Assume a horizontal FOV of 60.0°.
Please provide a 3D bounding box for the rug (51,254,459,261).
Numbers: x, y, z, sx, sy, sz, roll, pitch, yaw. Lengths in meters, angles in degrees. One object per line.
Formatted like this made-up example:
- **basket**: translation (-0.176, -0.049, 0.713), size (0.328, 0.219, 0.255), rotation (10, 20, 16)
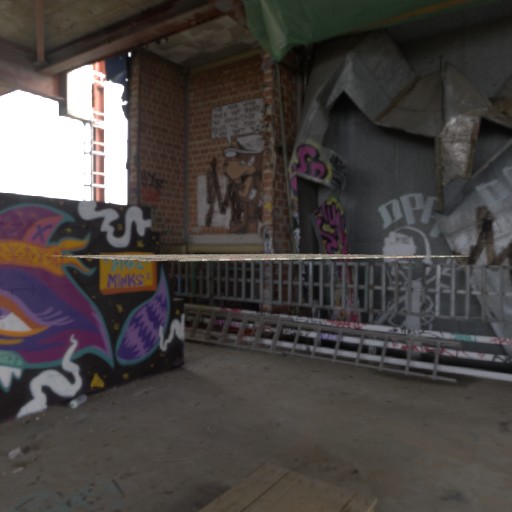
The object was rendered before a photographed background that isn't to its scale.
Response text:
- **rug**: translation (0.000, 0.000, 4.075), size (3.048, 0.010, 2.438), rotation (-1, 1, -36)
